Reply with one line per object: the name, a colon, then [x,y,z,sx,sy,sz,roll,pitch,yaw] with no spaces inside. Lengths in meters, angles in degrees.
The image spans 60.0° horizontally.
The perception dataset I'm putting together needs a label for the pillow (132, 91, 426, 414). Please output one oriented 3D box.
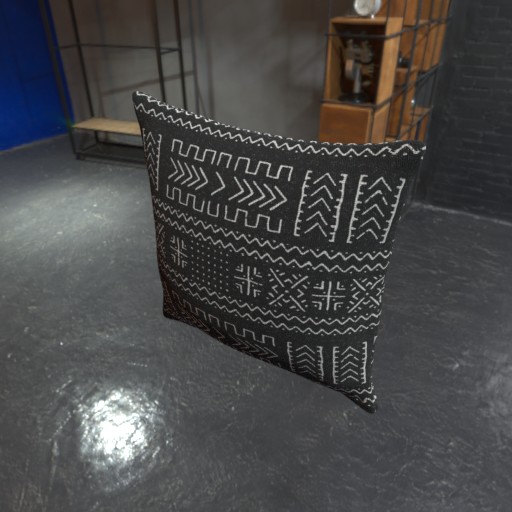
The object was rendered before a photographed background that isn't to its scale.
pillow: [0.000,0.000,0.668,0.438,0.430,0.164,19,36,28]
